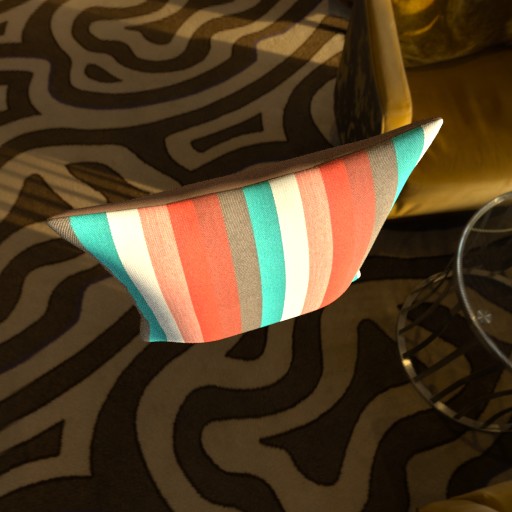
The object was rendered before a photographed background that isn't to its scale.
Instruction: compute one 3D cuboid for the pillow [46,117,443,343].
[{"bbox_3d":[0.000,0.000,0.680,0.453,0.443,0.168,-16,64,-8],"label":"pillow"}]
